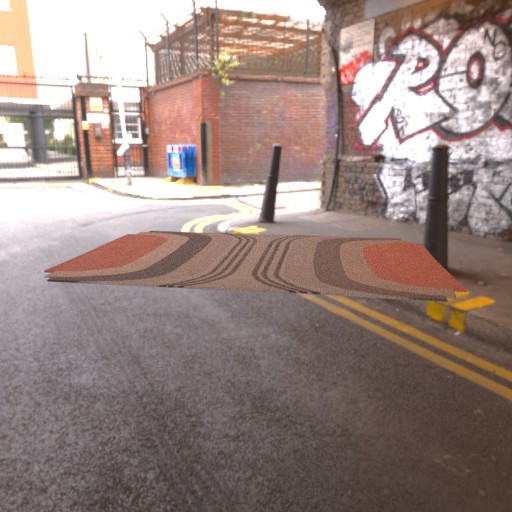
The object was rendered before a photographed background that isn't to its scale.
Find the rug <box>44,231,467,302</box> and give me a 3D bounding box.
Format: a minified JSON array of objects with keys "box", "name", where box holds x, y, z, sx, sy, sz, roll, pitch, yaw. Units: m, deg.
[{"box":[0.000,0.000,3.087,2.446,0.017,1.530,2,14,9],"name":"rug"}]
